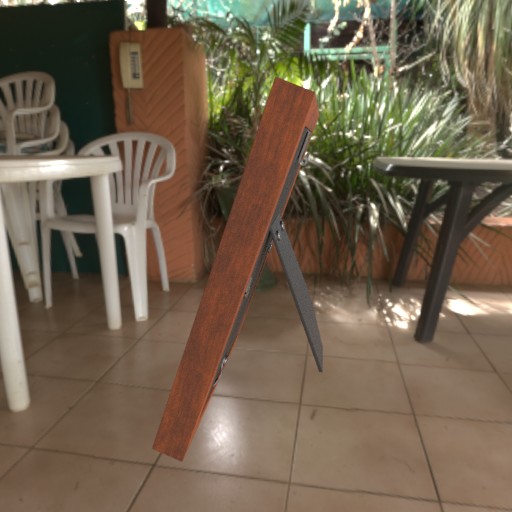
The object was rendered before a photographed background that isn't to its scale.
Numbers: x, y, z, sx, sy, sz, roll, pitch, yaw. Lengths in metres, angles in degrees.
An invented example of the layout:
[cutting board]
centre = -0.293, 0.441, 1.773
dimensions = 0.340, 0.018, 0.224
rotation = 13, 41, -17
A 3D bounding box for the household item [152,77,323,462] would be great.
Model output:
[household item]
centre = 0.000, 0.000, 0.299
dimensions = 0.096, 0.204, 0.160
rotation = 2, 14, 8
